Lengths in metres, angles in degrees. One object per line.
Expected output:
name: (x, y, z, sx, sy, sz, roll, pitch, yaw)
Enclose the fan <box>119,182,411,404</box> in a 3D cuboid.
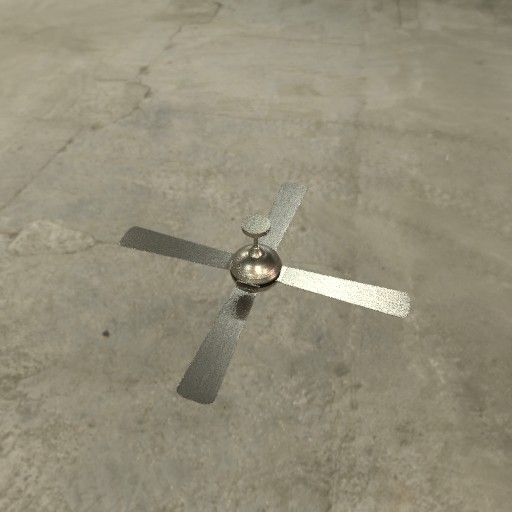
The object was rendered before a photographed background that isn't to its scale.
fan: (0.000, 0.000, 1.985, 1.321, 0.381, 1.321, 30, 52, 27)
